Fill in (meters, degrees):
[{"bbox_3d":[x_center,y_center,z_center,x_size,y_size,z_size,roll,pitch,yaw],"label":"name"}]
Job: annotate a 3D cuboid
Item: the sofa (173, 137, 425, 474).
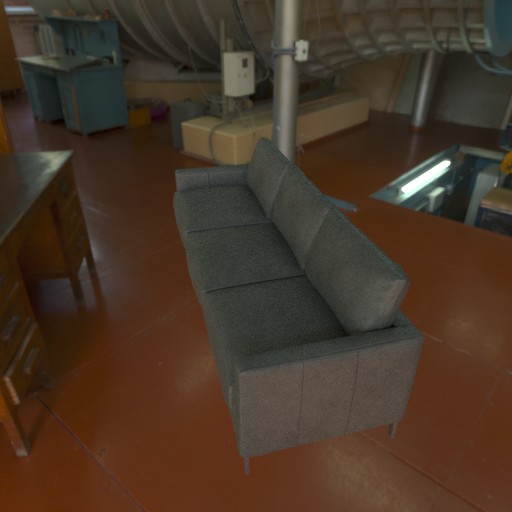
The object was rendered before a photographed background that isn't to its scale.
[{"bbox_3d":[0.000,0.000,2.433,0.748,0.805,2.029,-8,32,-13],"label":"sofa"}]
